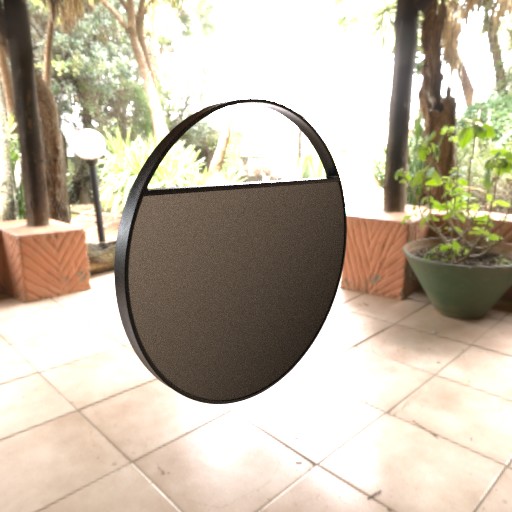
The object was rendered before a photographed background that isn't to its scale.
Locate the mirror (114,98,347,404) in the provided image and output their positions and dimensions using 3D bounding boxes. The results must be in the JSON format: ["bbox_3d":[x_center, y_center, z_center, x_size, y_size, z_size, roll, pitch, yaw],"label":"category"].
[{"bbox_3d":[0.000,0.000,0.844,0.032,0.565,0.565,13,18,43],"label":"mirror"}]
